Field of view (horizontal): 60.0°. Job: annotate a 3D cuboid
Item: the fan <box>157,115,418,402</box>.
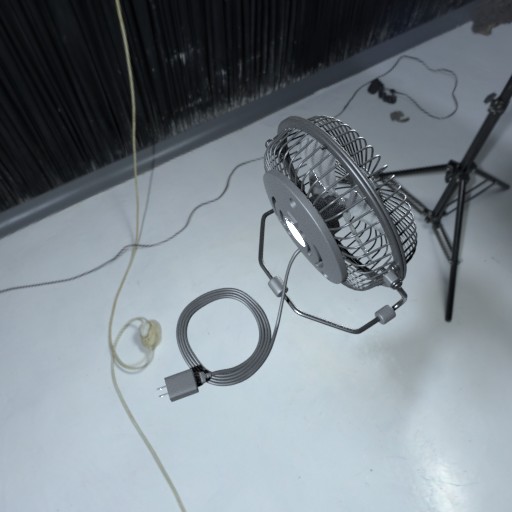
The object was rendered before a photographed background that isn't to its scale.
[{"bbox_3d":[0.000,0.000,0.300,0.202,0.152,0.153,-29,64,-16],"label":"fan"}]
